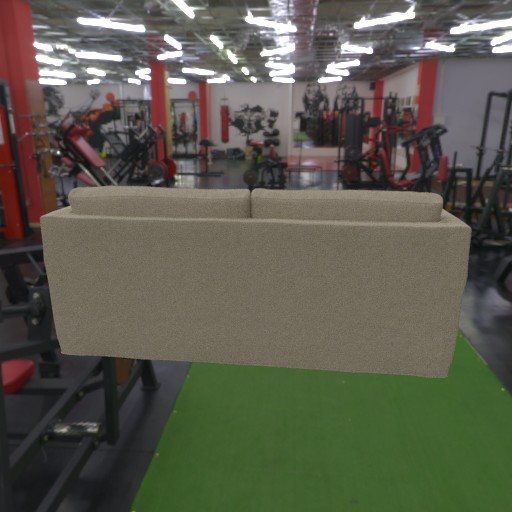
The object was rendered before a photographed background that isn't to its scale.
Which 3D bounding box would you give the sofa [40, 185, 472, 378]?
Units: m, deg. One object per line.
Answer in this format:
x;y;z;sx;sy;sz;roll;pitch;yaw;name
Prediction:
0.000;0.000;2.495;1.987;0.847;0.956;2;17;7;sofa
